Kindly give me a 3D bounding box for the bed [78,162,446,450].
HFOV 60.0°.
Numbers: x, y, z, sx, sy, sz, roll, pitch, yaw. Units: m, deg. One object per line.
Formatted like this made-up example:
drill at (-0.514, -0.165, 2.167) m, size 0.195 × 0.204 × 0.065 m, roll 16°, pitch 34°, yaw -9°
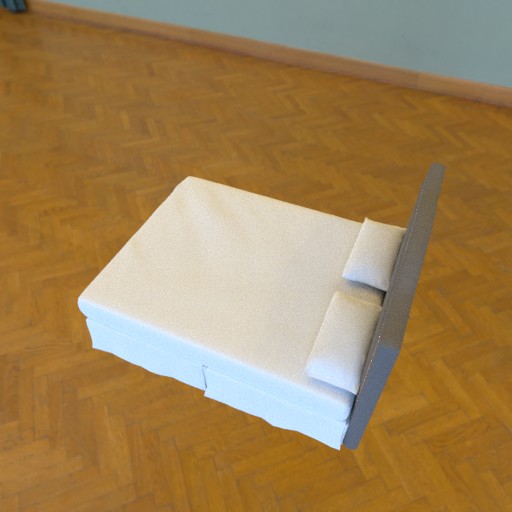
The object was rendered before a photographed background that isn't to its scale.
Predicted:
bed at (0.000, 0.000, 3.462) m, size 2.282 × 1.436 × 1.821 m, roll 18°, pitch 49°, yaw 16°
